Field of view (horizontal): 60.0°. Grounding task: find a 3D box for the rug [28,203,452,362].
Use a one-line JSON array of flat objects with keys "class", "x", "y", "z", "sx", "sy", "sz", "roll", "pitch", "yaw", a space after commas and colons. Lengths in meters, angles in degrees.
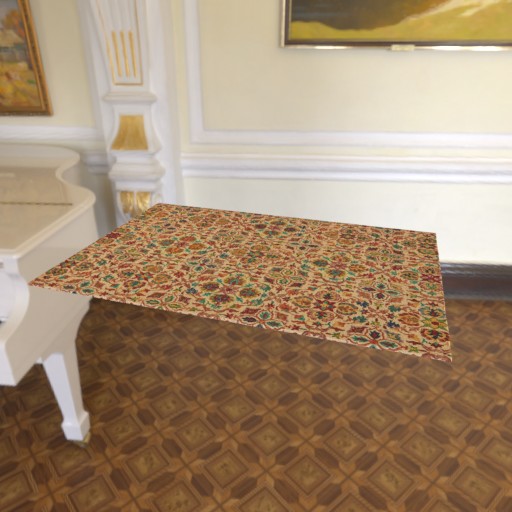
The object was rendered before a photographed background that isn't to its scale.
[{"class": "rug", "x": 0.000, "y": 0.000, "z": 2.919, "sx": 2.297, "sy": 0.018, "sz": 1.541, "roll": 8, "pitch": 26, "yaw": 16}]
